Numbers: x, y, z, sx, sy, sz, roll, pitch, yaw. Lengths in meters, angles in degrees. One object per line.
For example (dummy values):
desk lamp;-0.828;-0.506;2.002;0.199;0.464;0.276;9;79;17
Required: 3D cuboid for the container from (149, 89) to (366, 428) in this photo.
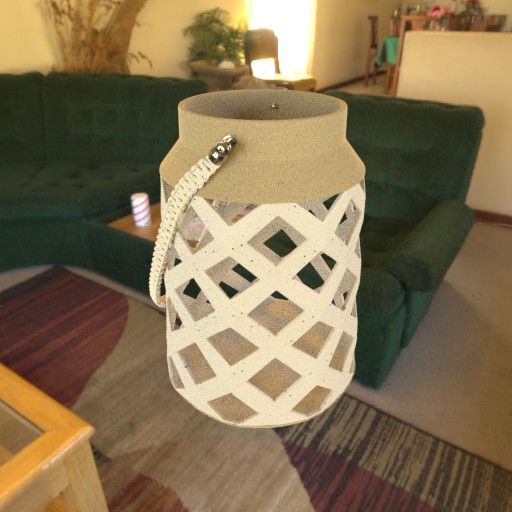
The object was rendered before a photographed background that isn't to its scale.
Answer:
container;0.000;0.000;0.343;0.172;0.229;0.163;8;30;14
